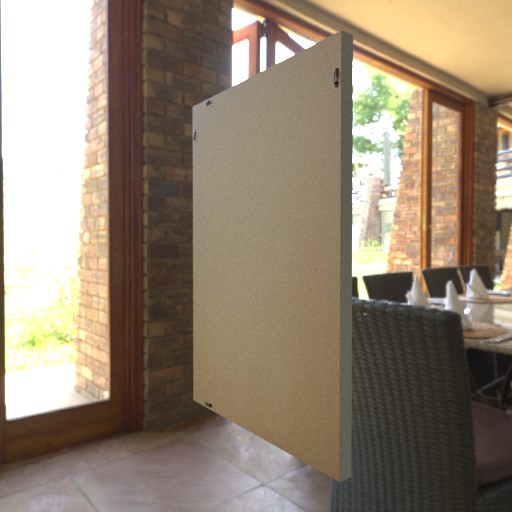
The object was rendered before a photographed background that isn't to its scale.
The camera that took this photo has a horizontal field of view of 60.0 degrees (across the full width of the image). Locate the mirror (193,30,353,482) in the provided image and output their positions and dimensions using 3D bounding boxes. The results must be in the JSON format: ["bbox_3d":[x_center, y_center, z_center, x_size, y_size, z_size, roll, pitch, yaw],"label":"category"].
[{"bbox_3d":[0.000,0.000,1.148,0.040,0.915,0.609,-1,1,-37],"label":"mirror"}]
